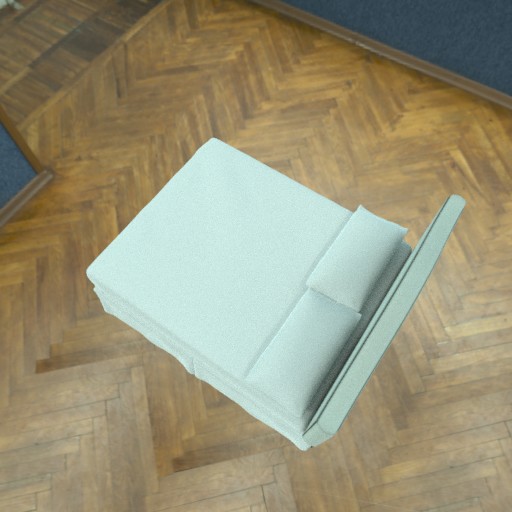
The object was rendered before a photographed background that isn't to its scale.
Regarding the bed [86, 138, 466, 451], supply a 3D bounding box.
[{"bbox_3d":[0.000,0.000,3.358,2.180,1.607,1.813,32,67,15],"label":"bed"}]
